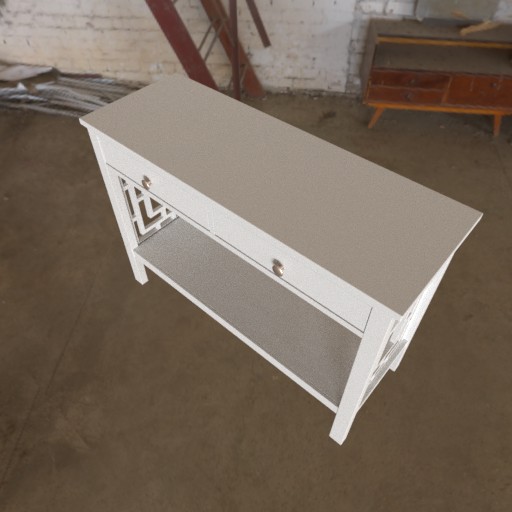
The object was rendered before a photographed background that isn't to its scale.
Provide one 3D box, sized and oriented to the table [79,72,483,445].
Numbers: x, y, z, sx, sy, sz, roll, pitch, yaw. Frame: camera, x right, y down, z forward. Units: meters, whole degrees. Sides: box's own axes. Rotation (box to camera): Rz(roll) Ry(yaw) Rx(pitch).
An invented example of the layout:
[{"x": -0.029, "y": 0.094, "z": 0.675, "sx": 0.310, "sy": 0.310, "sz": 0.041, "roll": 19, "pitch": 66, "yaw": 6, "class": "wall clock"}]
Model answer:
[{"x": 0.000, "y": 0.000, "z": 1.452, "sx": 1.068, "sy": 0.753, "sz": 0.397, "roll": 33, "pitch": 56, "yaw": 26, "class": "table"}]
